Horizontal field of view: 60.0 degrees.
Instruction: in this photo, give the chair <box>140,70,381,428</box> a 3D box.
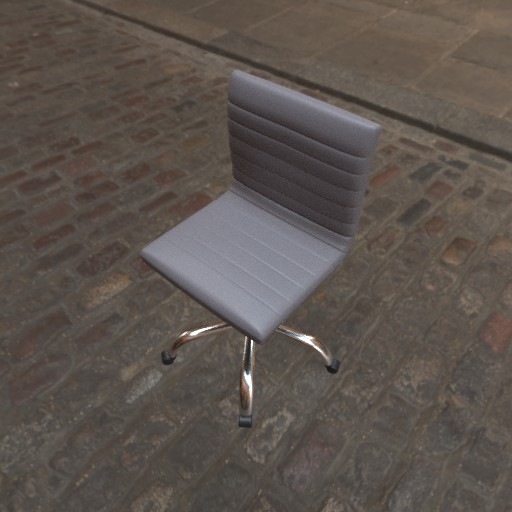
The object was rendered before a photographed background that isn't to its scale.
[{"bbox_3d":[0.000,0.000,1.160,0.556,0.780,0.530,31,55,26],"label":"chair"}]
